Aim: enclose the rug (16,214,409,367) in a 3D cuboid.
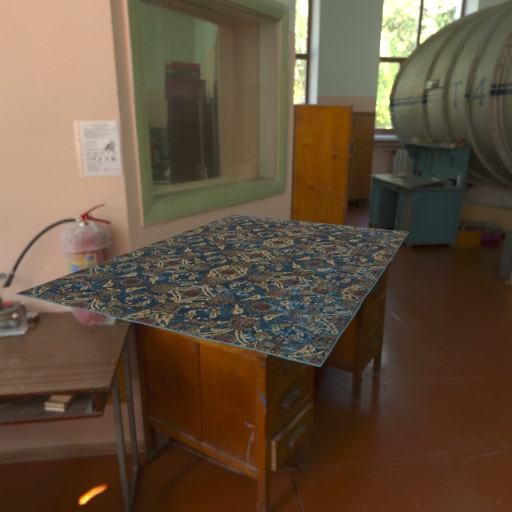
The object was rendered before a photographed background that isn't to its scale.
[{"bbox_3d":[0.000,0.000,4.187,2.337,0.013,3.291,8,18,25],"label":"rug"}]
